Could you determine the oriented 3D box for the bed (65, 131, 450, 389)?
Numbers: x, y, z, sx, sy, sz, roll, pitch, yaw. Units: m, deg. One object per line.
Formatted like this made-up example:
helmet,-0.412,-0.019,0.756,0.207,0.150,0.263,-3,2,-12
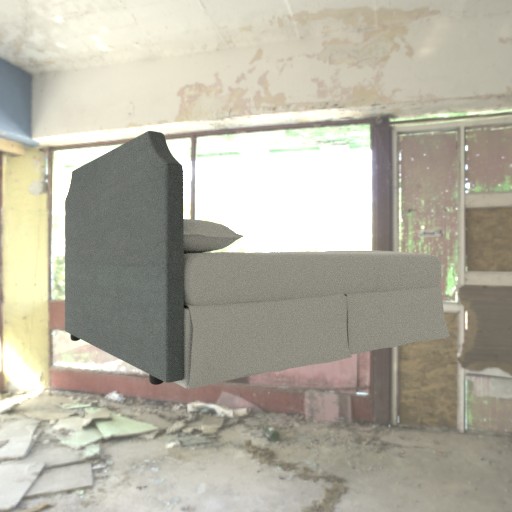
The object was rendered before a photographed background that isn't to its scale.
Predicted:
bed,0.000,0.000,3.568,2.464,1.306,1.977,0,0,-38
